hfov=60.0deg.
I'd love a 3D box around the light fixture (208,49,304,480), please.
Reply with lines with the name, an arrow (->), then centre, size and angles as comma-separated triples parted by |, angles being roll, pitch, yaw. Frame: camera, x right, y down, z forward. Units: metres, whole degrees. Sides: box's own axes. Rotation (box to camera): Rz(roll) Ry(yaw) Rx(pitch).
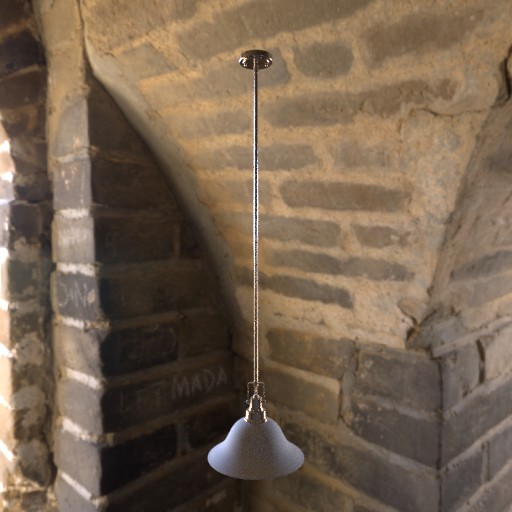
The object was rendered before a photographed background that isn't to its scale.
light fixture -> 0.000, 0.000, 1.505 | 0.324, 1.354, 0.324 | 0, 0, -1
